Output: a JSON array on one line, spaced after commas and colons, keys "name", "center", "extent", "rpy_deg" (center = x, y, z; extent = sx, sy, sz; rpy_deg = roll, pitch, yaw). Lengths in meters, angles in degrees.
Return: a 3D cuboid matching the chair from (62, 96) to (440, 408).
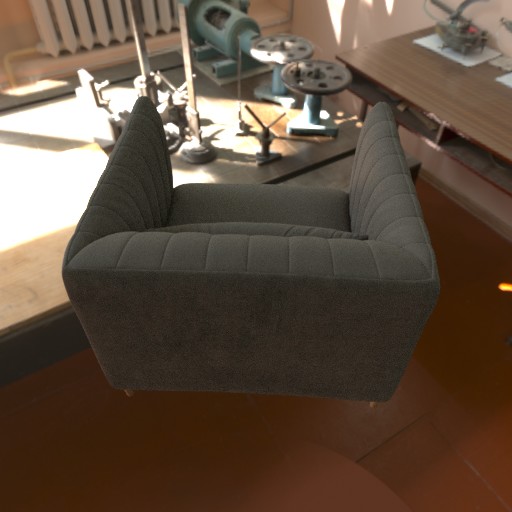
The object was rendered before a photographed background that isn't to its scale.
[{"name": "chair", "center": [0.000, 0.000, 1.578], "extent": [0.981, 0.779, 0.873], "rpy_deg": [2, 47, 2]}]
